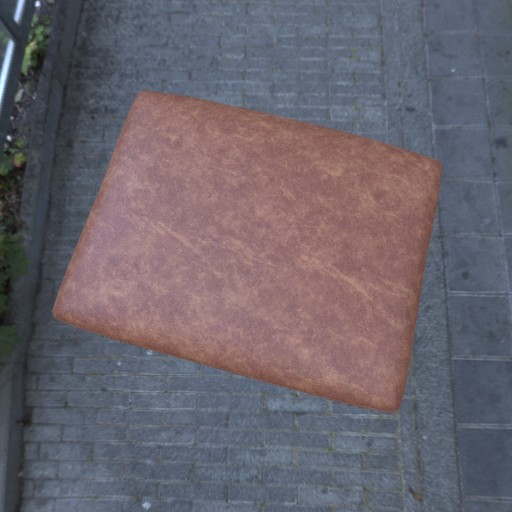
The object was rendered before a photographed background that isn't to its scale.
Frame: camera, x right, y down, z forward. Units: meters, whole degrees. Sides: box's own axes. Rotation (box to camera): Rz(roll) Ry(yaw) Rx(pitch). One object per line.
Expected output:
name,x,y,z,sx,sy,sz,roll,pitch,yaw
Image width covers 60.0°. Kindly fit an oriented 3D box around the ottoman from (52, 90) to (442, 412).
ottoman,0.000,0.000,1.125,0.742,0.486,0.586,15,75,4
